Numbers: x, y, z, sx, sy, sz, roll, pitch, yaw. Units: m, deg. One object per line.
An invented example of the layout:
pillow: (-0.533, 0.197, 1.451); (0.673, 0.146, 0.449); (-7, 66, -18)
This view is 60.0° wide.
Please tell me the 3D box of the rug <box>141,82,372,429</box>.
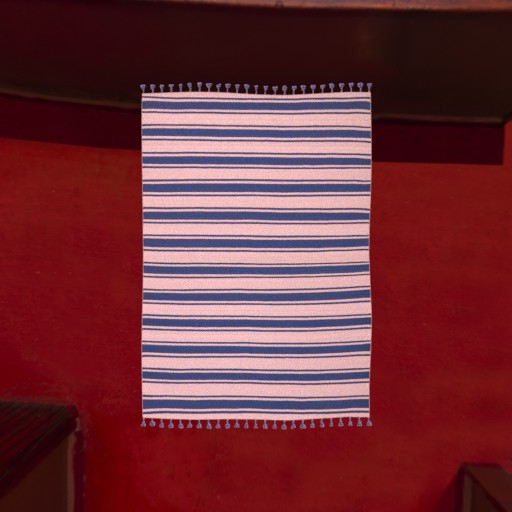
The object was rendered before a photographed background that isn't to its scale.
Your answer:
rug: (0.000, 0.000, 2.960); (1.544, 0.010, 2.315); (0, 90, 1)
